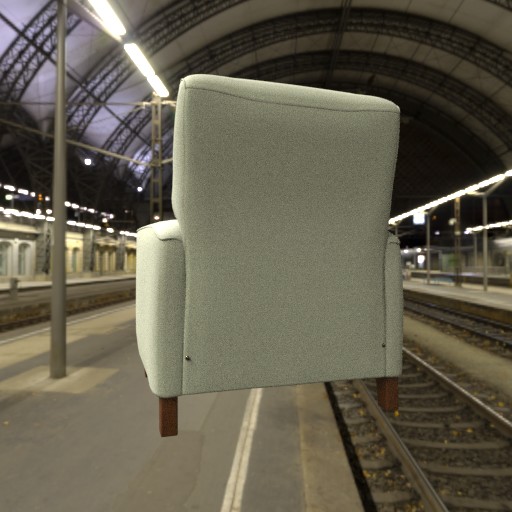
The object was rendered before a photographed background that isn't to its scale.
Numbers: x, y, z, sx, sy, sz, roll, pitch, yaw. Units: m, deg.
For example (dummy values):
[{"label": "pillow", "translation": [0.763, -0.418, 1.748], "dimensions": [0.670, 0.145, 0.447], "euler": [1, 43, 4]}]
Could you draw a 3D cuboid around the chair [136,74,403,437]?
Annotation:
[{"label": "chair", "translation": [0.000, 0.000, 1.652], "dimensions": [0.853, 1.007, 0.846], "euler": [0, -1, -18]}]
